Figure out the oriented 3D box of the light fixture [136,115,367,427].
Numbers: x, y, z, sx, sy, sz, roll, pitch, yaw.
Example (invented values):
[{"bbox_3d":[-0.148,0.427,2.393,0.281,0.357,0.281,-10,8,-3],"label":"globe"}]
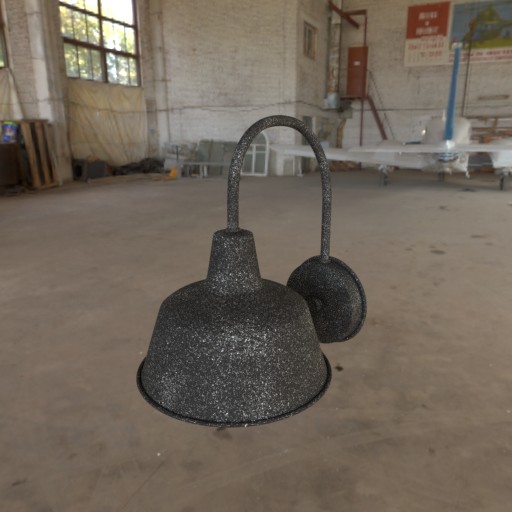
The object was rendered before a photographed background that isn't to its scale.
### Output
[{"bbox_3d":[0.000,0.000,0.491,0.216,0.300,0.283,15,21,43],"label":"light fixture"}]
